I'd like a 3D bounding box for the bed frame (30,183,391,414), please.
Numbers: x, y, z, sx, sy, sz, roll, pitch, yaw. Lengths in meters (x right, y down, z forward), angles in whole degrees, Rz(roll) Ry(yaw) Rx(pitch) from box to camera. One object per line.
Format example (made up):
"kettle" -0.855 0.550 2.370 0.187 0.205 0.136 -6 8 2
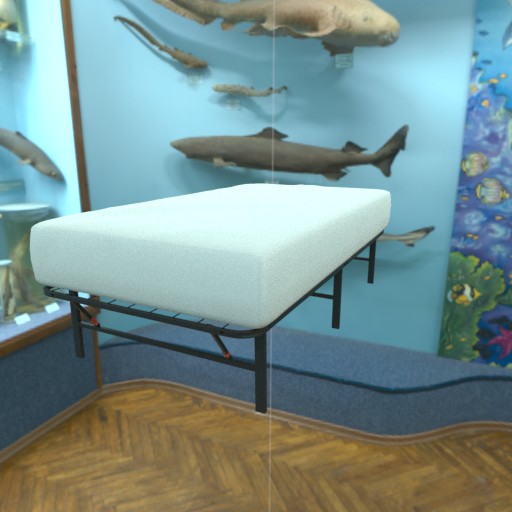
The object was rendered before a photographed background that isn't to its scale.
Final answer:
"bed frame" 0.000 0.000 2.346 1.025 0.640 1.908 7 16 26
